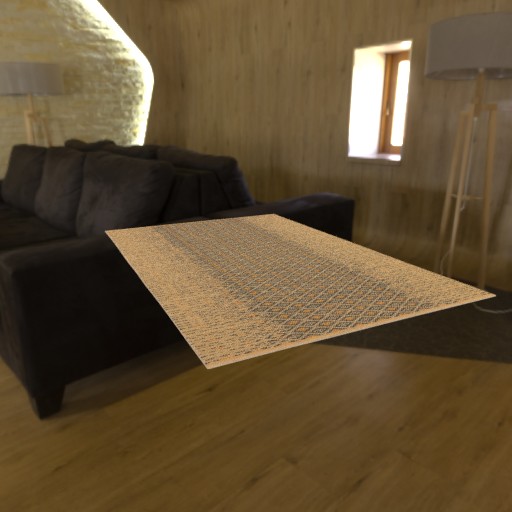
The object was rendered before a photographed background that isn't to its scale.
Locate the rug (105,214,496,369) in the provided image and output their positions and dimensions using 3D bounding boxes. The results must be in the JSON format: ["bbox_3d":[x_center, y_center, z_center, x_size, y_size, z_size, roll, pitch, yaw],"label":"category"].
[{"bbox_3d":[0.000,0.000,2.282,1.219,0.005,1.828,-8,19,-25],"label":"rug"}]
